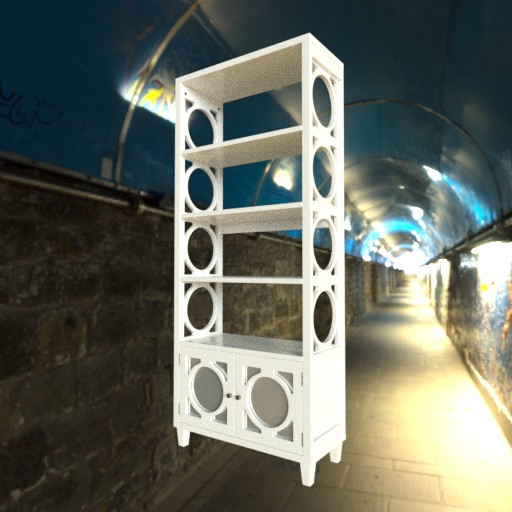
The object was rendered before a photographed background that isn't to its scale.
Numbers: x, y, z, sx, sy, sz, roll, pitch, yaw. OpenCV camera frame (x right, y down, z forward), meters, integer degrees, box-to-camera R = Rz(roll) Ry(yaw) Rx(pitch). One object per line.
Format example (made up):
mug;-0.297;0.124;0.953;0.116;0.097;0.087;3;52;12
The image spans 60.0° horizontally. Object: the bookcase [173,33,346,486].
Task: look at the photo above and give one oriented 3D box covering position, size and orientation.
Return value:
bookcase;0.000;0.000;2.118;0.761;1.869;0.361;-1;-2;35
